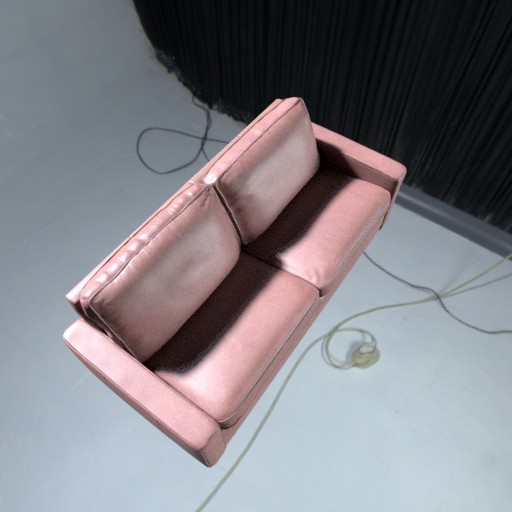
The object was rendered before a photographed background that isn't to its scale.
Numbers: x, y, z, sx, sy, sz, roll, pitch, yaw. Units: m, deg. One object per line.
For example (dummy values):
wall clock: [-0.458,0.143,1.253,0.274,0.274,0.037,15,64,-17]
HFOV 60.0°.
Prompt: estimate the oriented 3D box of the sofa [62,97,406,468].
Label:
sofa: [0.000,0.000,2.593,0.940,0.919,2.080,31,62,19]
